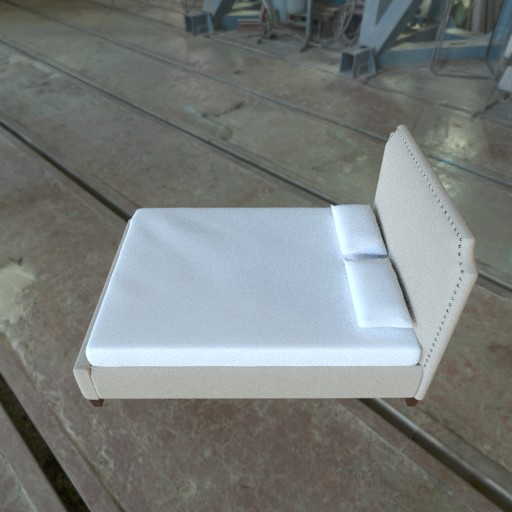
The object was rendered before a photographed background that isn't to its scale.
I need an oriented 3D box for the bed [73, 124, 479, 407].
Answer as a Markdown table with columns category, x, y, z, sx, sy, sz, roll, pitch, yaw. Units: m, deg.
| category | x | y | z | sx | sy | sz | roll | pitch | yaw |
| --- | --- | --- | --- | --- | --- | --- | --- | --- | --- |
| bed | 0.000 | 0.000 | 3.317 | 2.372 | 1.443 | 1.713 | 0 | 40 | 0 |
